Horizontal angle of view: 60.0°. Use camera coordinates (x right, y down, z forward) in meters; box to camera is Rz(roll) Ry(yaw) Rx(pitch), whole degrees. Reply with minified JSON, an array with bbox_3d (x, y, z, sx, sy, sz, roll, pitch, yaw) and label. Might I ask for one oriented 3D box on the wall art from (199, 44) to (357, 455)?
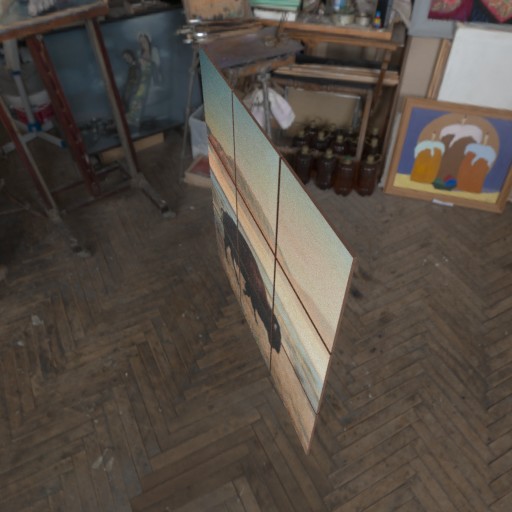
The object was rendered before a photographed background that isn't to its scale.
[{"bbox_3d":[0.000,0.000,2.264,0.019,1.532,1.533,-16,49,-14],"label":"wall art"}]
